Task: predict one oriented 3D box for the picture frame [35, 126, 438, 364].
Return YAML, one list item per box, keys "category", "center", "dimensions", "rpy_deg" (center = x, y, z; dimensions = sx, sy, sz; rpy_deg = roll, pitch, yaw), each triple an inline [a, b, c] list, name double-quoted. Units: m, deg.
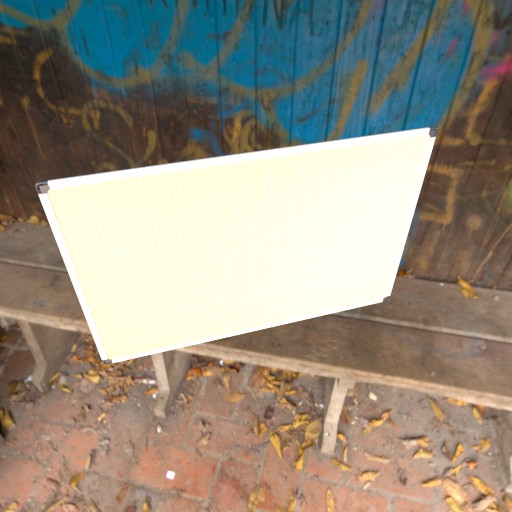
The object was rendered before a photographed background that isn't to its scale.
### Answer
- category: "picture frame"
  center: [0.000, 0.000, 1.155]
  dimensions: [0.900, 0.600, 0.010]
  rpy_deg: [-11, 42, -12]
